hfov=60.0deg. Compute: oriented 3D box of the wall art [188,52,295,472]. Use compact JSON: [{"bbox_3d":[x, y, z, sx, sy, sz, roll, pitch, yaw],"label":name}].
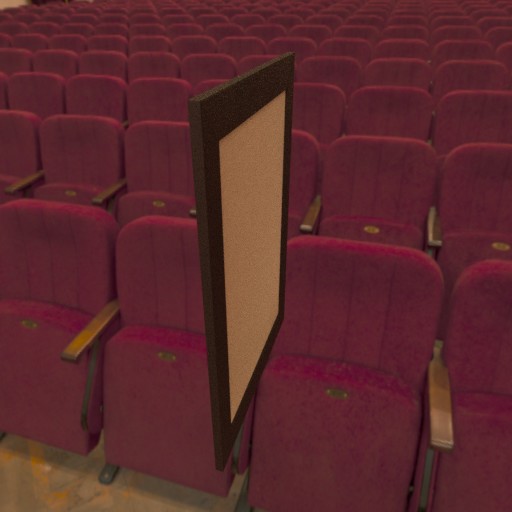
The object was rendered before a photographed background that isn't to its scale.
[{"bbox_3d":[0.000,0.000,0.648,0.013,0.508,0.359,9,32,15],"label":"wall art"}]
